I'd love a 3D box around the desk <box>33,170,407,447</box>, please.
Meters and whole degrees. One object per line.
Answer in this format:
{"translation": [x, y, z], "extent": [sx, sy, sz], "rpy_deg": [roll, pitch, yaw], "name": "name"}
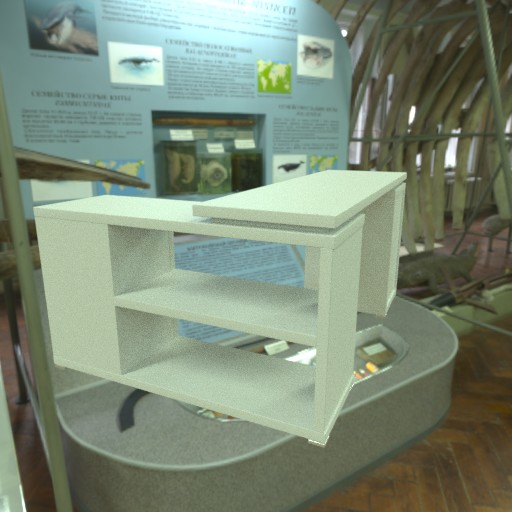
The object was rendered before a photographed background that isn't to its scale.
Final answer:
{"translation": [0.000, 0.000, 2.226], "extent": [1.200, 0.753, 1.524], "rpy_deg": [7, 17, 24], "name": "desk"}
